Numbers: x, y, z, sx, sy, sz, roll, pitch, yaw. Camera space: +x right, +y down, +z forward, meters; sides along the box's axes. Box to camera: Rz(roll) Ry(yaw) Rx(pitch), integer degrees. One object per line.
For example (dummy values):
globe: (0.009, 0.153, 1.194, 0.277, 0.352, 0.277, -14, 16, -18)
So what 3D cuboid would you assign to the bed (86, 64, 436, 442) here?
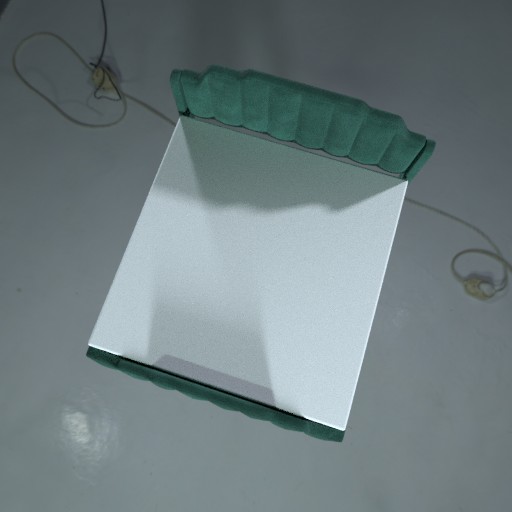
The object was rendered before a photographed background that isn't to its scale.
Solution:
bed: (0.000, 0.000, 3.476, 2.074, 1.245, 2.340, 17, 76, 4)
